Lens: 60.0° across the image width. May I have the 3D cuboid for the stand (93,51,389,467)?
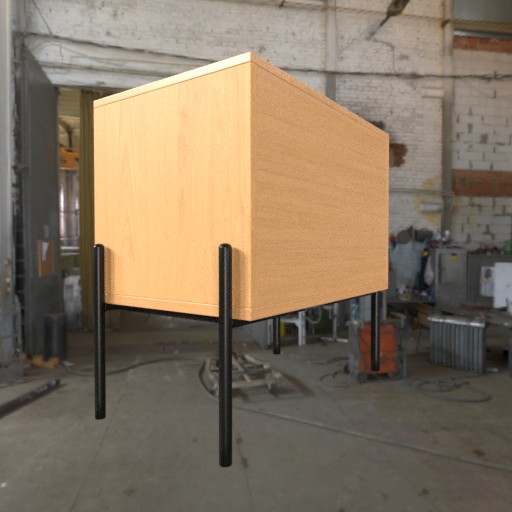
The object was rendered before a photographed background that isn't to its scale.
[{"bbox_3d":[0.000,0.000,0.991,0.400,0.600,0.630,1,2,36],"label":"stand"}]
